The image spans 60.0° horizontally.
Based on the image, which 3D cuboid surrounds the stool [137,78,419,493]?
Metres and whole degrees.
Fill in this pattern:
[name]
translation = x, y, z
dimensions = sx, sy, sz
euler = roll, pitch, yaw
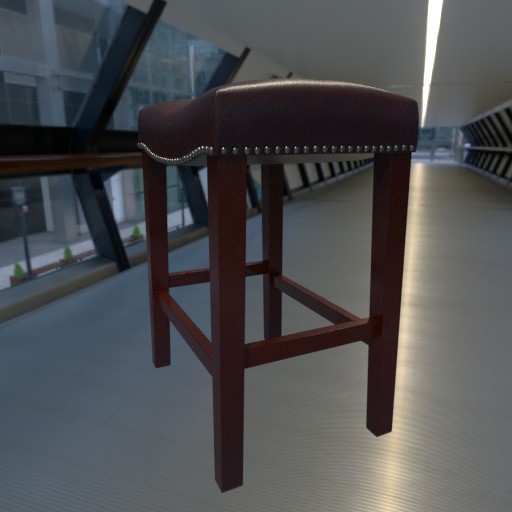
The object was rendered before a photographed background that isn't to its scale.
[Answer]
[stool]
translation = 0.000, 0.000, 0.941
dimensions = 0.372, 0.657, 0.504
euler = -7, 17, -25
